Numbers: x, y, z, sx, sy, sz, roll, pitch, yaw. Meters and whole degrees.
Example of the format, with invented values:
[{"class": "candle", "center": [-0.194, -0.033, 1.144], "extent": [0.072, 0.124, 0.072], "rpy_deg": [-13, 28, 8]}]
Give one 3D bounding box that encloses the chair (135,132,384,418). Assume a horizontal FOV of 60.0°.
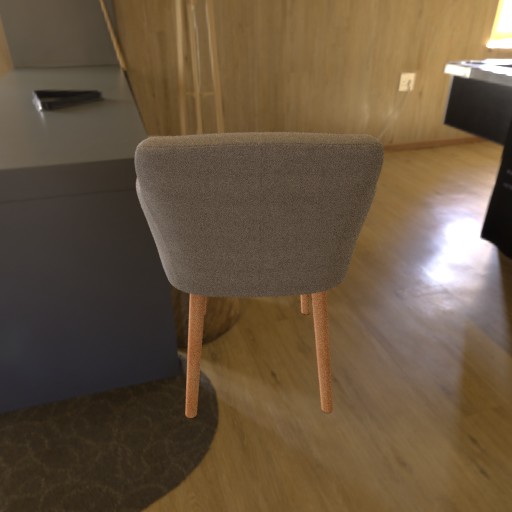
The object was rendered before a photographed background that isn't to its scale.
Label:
[{"class": "chair", "center": [0.000, 0.000, 1.186], "extent": [0.570, 0.780, 0.540], "rpy_deg": [-1, 30, -2]}]
